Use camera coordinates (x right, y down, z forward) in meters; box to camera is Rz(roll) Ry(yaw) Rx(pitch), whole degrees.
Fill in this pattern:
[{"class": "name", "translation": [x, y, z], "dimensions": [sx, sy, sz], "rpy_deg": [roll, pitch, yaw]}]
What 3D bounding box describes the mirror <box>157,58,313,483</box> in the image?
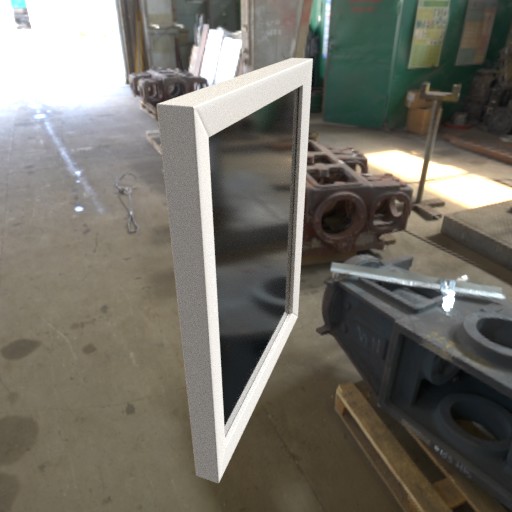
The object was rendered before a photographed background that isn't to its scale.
[{"class": "mirror", "translation": [0.000, 0.000, 0.664], "dimensions": [0.041, 0.508, 0.405], "rpy_deg": [10, 31, 18]}]
